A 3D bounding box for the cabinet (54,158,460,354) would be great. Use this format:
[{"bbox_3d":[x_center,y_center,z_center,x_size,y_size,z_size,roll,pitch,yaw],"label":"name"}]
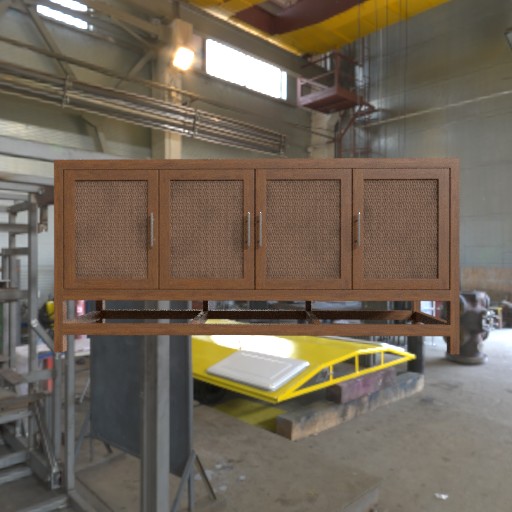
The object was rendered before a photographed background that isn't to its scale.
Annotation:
[{"bbox_3d":[0.000,0.000,2.103,1.708,0.820,0.522,0,0,1],"label":"cabinet"}]
